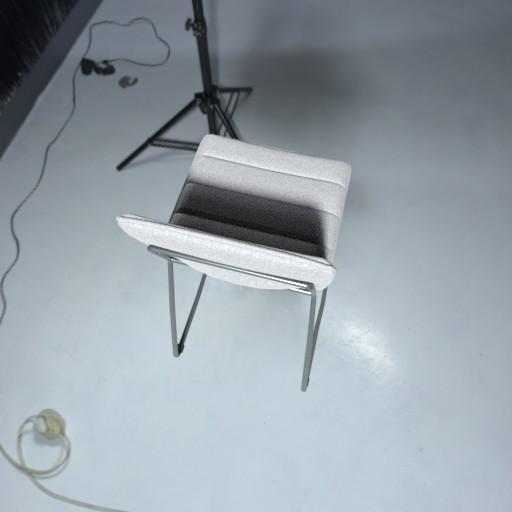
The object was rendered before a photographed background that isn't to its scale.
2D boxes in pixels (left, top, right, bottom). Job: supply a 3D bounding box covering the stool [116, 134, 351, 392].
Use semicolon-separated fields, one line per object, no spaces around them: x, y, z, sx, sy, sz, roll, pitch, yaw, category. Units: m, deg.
0.000;0.000;1.253;0.490;0.960;0.490;13;64;7;stool
